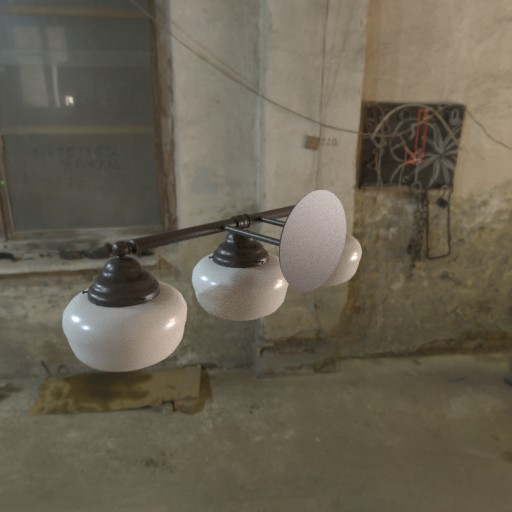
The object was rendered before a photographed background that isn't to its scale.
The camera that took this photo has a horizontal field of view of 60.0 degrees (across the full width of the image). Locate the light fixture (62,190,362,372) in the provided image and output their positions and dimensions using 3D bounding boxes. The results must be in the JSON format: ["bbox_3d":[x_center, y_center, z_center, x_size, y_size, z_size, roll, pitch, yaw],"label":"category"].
[{"bbox_3d":[0.000,0.000,0.710,0.587,0.242,0.239,-17,25,-41],"label":"light fixture"}]
